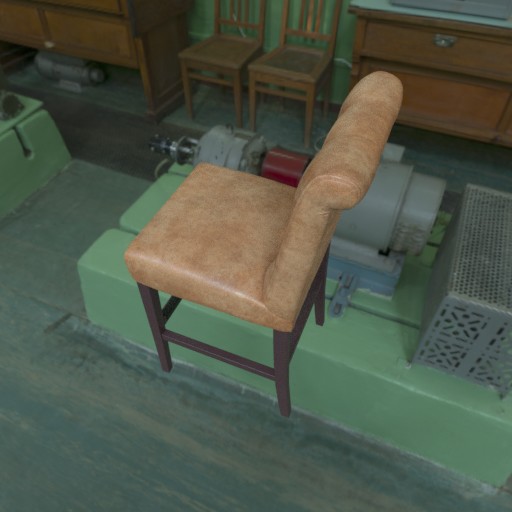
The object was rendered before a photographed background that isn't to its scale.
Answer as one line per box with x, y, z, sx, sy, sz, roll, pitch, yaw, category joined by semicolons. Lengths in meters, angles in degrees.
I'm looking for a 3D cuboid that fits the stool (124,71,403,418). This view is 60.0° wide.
0.000;0.000;1.355;0.601;1.047;0.493;17;49;15;stool
